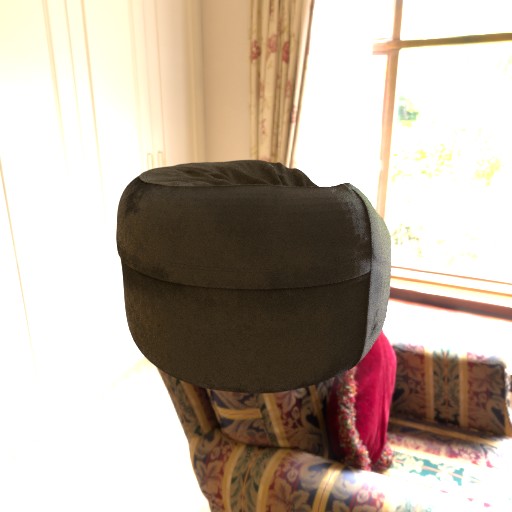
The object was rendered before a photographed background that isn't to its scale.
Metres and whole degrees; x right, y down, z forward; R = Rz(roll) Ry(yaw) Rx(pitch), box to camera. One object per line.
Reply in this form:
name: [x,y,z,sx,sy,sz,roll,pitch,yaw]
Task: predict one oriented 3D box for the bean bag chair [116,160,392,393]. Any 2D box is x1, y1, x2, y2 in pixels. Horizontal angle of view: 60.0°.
bean bag chair: [0.000,0.000,1.542,0.918,0.605,0.918,0,18,0]
